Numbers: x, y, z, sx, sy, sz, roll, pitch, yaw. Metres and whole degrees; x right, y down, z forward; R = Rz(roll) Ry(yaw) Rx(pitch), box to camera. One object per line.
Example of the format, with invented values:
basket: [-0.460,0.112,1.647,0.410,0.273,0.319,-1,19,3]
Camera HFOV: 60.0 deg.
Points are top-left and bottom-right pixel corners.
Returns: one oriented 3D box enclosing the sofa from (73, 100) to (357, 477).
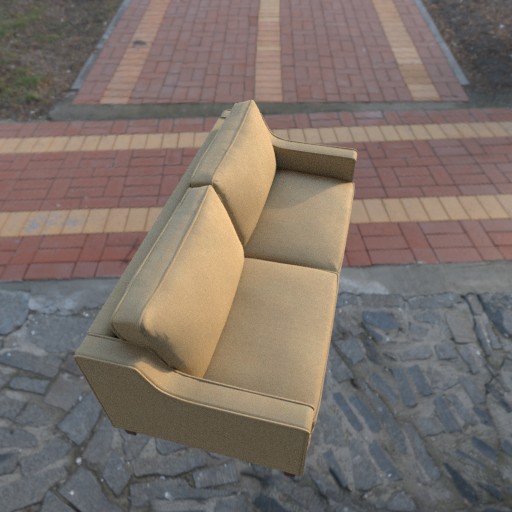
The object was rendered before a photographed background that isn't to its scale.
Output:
sofa: [0.000,0.000,2.764,1.066,1.071,2.178,10,47,10]
